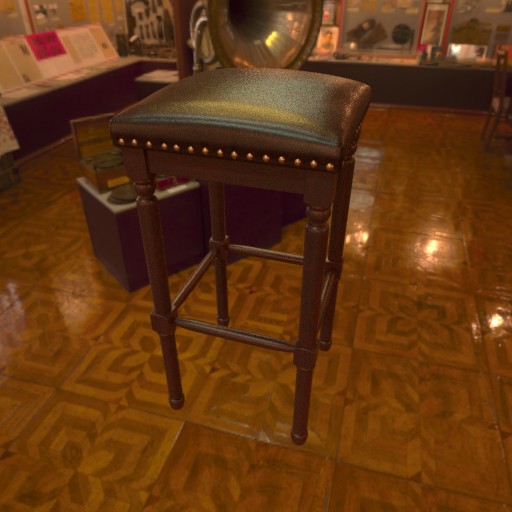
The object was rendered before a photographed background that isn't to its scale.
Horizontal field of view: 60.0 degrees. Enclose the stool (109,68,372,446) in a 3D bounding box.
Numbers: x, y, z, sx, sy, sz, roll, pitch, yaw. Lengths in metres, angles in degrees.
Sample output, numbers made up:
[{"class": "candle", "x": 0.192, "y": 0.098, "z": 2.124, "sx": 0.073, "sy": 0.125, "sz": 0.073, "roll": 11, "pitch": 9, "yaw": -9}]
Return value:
[{"class": "stool", "x": 0.000, "y": 0.000, "z": 0.994, "sx": 0.383, "sy": 0.768, "sz": 0.382, "roll": 10, "pitch": 35, "yaw": 15}]
